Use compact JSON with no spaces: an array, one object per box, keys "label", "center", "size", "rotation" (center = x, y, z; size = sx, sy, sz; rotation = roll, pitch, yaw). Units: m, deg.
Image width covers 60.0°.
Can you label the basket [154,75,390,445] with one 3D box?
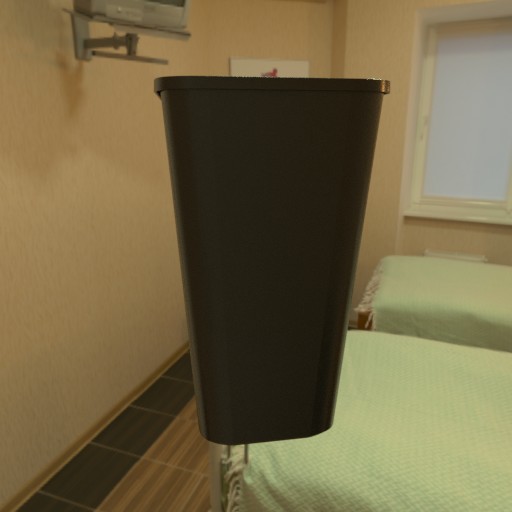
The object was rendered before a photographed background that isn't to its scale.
[{"label":"basket","center":[0.000,0.000,0.745],"size":[0.287,0.521,0.394],"rotation":[-2,16,-9]}]
